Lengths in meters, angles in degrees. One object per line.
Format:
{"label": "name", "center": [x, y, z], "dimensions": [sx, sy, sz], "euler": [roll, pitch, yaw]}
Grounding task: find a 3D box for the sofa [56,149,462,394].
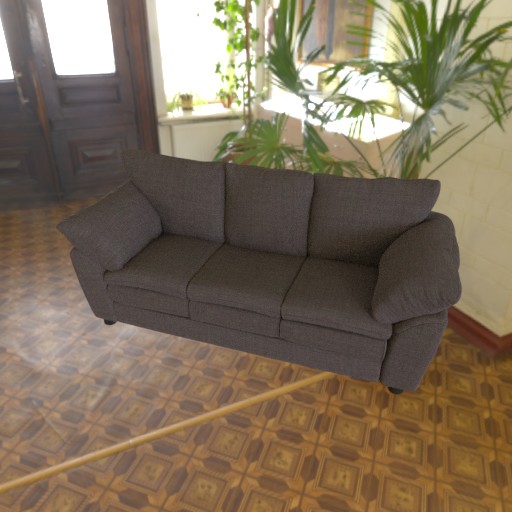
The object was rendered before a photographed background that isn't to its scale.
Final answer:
{"label": "sofa", "center": [0.000, 0.000, 2.835], "dimensions": [2.336, 1.080, 0.883], "euler": [9, 29, 17]}
